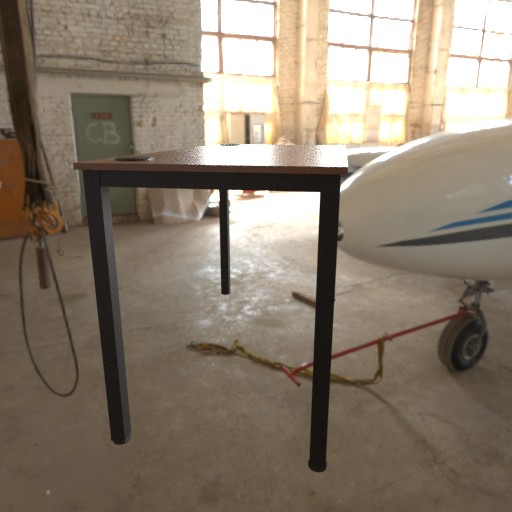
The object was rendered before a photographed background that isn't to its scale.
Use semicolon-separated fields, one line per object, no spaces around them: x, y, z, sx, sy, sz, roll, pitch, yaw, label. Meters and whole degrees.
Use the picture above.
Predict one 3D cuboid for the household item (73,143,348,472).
0.000;0.000;1.599;0.600;0.750;1.200;3;16;10;household item
